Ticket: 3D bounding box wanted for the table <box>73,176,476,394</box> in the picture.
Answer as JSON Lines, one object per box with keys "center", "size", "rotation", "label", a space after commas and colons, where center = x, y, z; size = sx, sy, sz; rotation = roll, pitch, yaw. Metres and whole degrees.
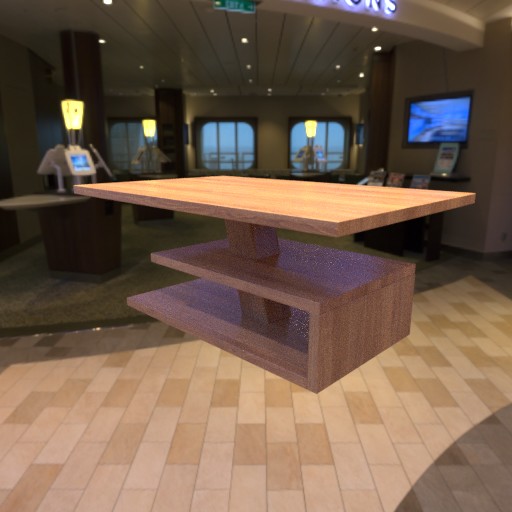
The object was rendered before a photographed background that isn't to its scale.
{"center": [0.000, 0.000, 1.470], "size": [1.100, 0.442, 0.700], "rotation": [13, 19, 43], "label": "table"}
